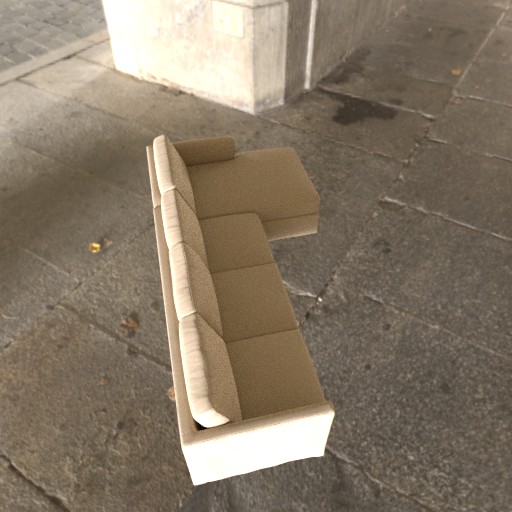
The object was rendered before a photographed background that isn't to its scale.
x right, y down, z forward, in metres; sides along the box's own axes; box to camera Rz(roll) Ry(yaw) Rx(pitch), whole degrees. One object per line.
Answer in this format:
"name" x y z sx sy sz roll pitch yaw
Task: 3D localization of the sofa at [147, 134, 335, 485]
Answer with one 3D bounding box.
"sofa" 0.000 0.000 3.867 1.622 0.871 3.206 -10 47 -9
